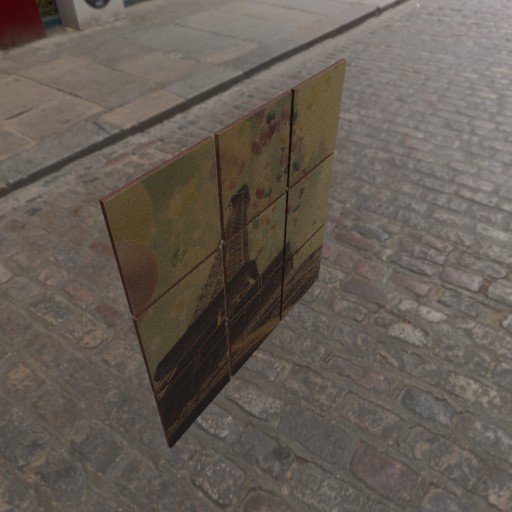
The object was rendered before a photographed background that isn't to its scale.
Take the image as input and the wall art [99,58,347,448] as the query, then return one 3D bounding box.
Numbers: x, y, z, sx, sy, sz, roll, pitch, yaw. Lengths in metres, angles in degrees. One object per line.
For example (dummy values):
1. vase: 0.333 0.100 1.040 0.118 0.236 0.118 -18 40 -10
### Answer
1. wall art: 0.000 0.000 1.835 0.017 1.246 1.256 25 47 26
